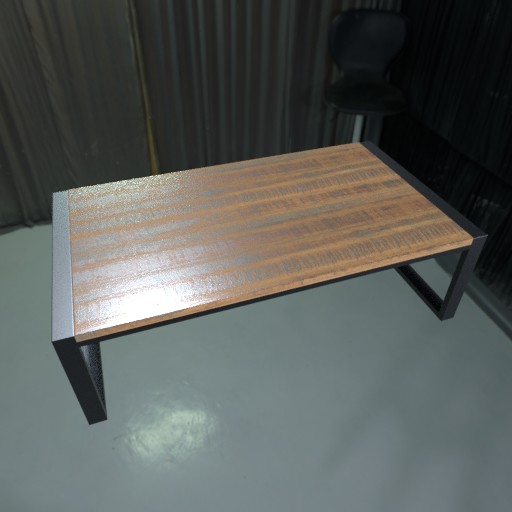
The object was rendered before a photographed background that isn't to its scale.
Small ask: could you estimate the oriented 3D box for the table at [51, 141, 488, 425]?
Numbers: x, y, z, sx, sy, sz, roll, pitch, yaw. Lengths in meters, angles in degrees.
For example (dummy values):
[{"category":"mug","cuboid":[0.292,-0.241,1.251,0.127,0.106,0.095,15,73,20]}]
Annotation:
[{"category":"table","cuboid":[0.000,0.000,1.682,1.350,0.400,0.750,-13,41,-15]}]
